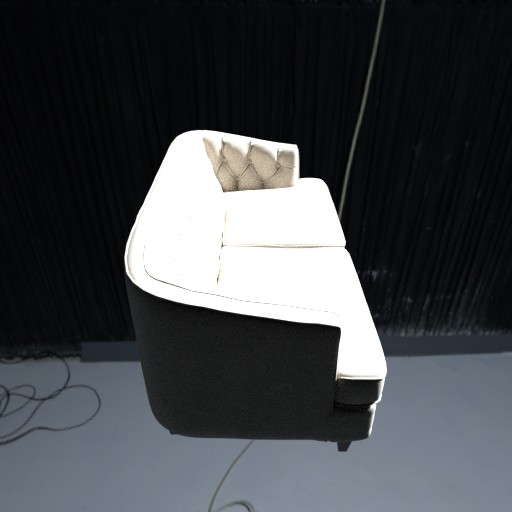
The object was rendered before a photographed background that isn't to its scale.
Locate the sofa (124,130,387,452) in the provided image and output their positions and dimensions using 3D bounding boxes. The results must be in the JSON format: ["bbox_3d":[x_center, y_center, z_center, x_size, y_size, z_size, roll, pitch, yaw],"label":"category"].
[{"bbox_3d":[0.000,0.000,2.265,0.940,0.878,1.731,0,33,0],"label":"sofa"}]
